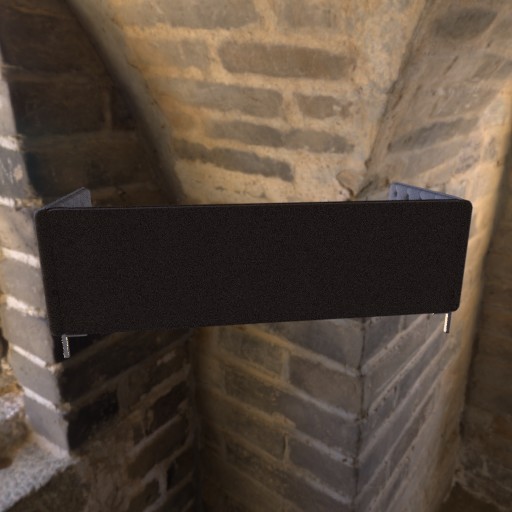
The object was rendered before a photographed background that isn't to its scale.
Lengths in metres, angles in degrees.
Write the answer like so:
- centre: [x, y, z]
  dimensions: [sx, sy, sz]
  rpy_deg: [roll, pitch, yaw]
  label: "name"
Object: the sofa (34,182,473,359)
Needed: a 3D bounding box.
- centre: [0.000, 0.000, 2.659]
  dimensions: [2.209, 0.771, 0.895]
  rpy_deg: [-2, 16, -8]
  label: "sofa"
